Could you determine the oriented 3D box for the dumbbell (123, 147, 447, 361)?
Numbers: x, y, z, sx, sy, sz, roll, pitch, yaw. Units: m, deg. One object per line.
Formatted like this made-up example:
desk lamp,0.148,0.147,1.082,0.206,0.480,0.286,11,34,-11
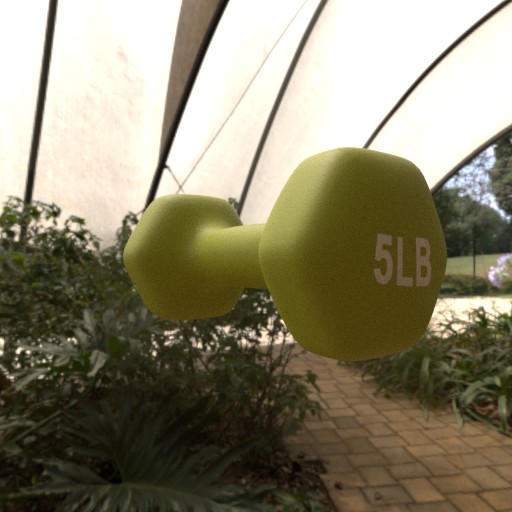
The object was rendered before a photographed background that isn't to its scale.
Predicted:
dumbbell,0.000,0.000,0.210,0.080,0.072,0.164,0,-1,-36
